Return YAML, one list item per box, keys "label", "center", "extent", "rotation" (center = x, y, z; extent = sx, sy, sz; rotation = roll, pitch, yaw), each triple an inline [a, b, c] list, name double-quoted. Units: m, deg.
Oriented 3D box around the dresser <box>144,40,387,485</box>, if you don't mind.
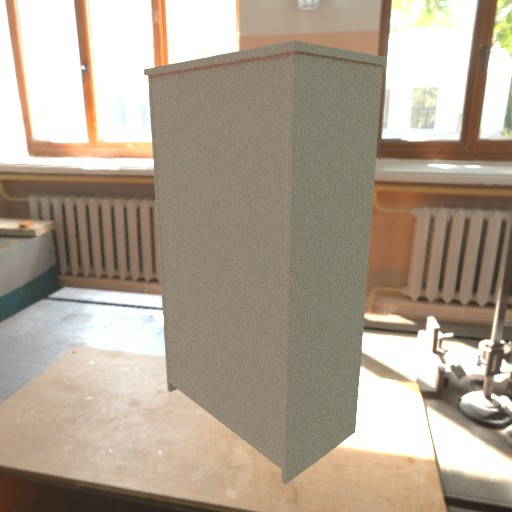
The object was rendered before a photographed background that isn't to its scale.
- label: "dresser"
  center: [0.000, 0.000, 1.566]
  extent: [0.399, 1.255, 0.704]
  rotation: [-14, 21, -40]
